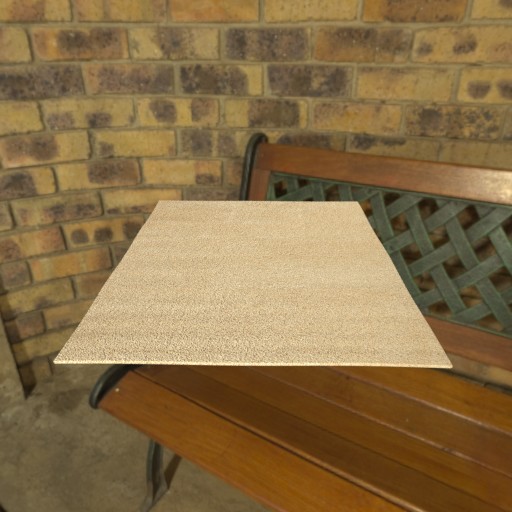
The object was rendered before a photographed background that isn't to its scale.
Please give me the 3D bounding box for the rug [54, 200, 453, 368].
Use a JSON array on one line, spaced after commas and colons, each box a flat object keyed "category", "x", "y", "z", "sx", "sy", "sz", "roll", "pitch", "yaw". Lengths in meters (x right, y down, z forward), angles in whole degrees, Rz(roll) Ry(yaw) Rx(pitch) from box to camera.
[{"category": "rug", "x": 0.000, "y": 0.000, "z": 4.015, "sx": 2.400, "sy": 0.025, "sz": 3.000, "roll": 0, "pitch": 26, "yaw": 1}]
